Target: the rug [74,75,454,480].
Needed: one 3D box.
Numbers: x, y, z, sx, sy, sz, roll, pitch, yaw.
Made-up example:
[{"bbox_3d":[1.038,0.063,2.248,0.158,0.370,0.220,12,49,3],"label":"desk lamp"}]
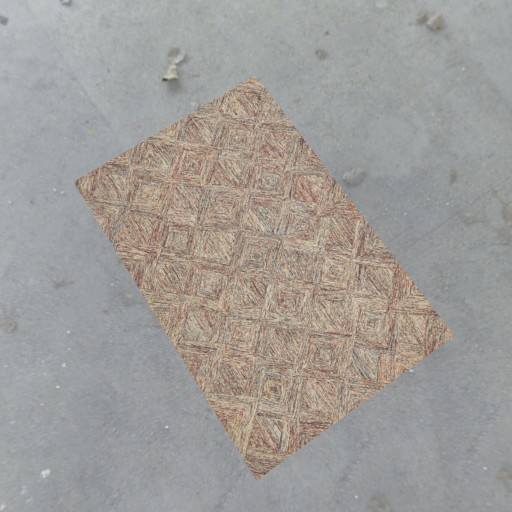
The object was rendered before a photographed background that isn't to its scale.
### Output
[{"bbox_3d":[0.000,0.000,2.955,1.523,0.019,2.285,-33,79,-8],"label":"rug"}]
